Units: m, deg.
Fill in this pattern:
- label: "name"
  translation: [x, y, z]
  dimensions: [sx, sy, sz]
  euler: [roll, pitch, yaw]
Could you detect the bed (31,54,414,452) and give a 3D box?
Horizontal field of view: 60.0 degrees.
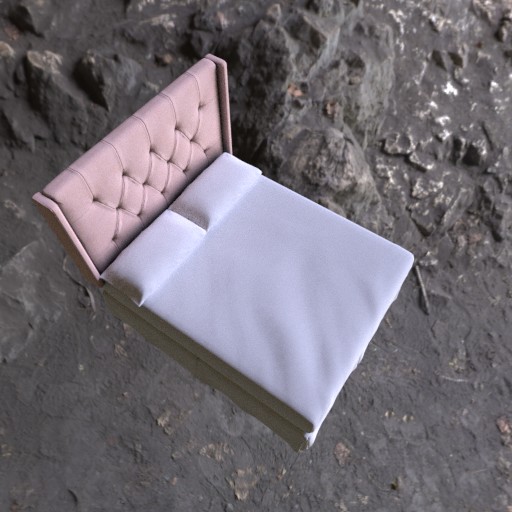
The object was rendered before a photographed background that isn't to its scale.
- label: "bed"
  translation: [0.000, 0.000, 3.336]
  dimensions: [2.066, 1.665, 1.719]
  euler: [30, 63, 17]
